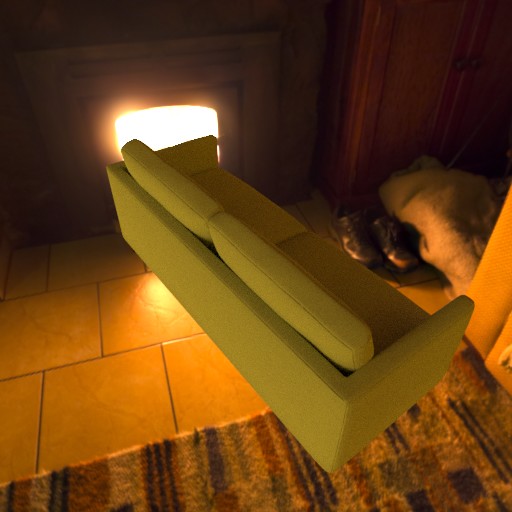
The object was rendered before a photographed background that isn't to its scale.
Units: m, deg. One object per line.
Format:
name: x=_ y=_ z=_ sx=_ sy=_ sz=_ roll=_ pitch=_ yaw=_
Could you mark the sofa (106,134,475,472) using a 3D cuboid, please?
sofa: x=0.000 y=0.000 z=2.864 sx=0.948 sy=0.965 sz=2.434 roll=-26 pitch=47 yaw=-27
